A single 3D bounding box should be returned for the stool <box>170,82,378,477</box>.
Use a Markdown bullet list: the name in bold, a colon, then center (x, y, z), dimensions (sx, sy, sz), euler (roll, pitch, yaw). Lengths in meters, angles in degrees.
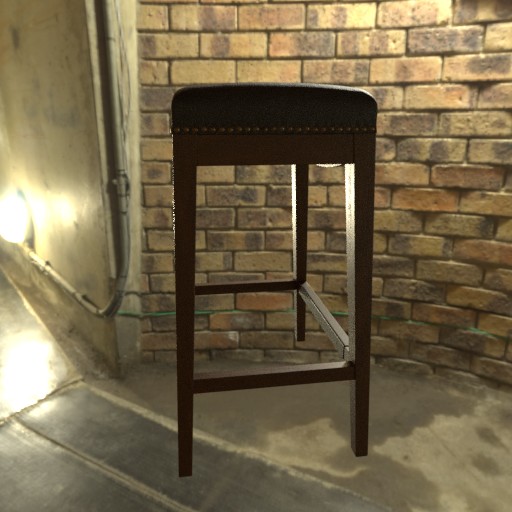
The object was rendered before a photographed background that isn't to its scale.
- **stool**: center (0.000, 0.000, 0.949), dimensions (0.353, 0.664, 0.490), euler (-3, 17, -8)
